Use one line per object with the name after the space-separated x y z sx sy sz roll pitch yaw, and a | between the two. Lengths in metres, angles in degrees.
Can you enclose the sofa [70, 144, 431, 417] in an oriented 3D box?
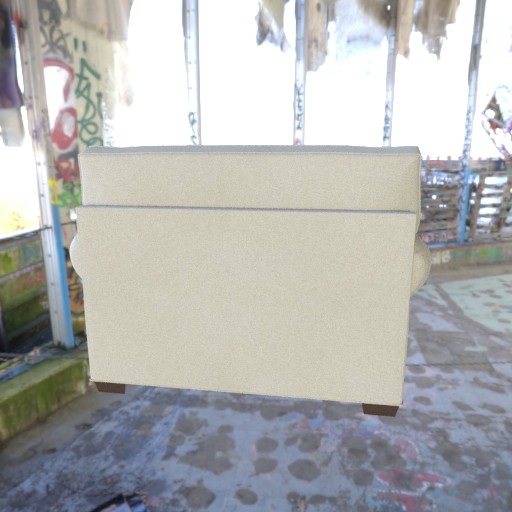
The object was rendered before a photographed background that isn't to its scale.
0.000 0.000 2.075 1.405 1.006 0.937 2 14 8 | sofa
